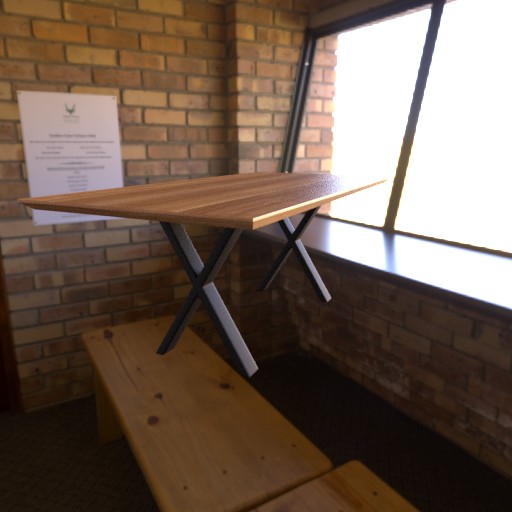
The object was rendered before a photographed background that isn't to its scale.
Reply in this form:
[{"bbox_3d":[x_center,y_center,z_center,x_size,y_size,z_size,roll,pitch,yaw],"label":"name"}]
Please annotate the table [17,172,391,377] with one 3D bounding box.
[{"bbox_3d":[0.000,0.000,2.402,1.000,0.770,2.000,7,16,26],"label":"table"}]
